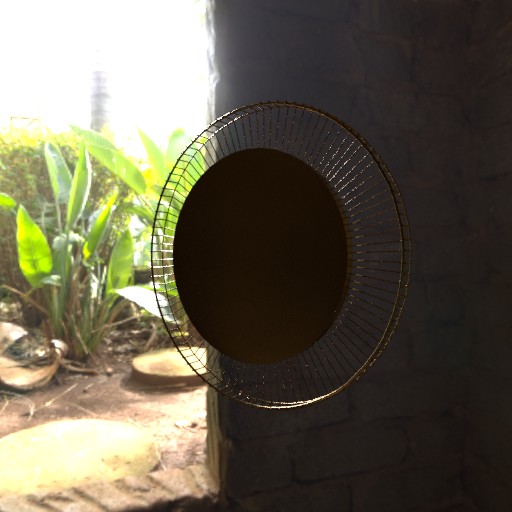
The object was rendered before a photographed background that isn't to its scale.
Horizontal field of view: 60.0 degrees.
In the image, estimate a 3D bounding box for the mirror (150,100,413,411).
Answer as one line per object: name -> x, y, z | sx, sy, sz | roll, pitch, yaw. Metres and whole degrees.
mirror -> 0.000, 0.000, 1.033 | 0.703, 0.703, 0.067 | 0, 0, 36
